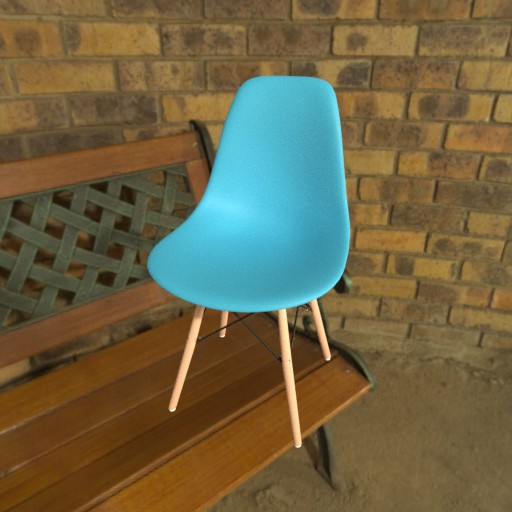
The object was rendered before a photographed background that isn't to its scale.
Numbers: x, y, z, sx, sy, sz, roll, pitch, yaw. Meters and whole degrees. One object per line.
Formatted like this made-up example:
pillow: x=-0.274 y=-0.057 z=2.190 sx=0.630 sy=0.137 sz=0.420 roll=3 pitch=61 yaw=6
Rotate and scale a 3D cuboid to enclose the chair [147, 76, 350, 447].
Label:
chair: x=0.000 y=0.000 z=1.144 sx=0.470 sy=0.826 sz=0.531 roll=9 pitch=28 yaw=17
